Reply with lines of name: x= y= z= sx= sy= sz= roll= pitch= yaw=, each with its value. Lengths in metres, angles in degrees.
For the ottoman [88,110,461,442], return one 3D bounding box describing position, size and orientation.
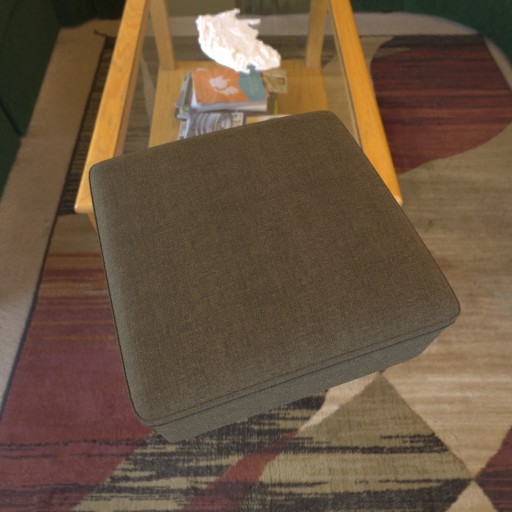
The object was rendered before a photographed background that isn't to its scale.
ottoman: x=0.000 y=0.000 z=1.716 sx=1.067 sy=0.559 sz=1.067 roll=-16 pitch=59 yaw=-10
